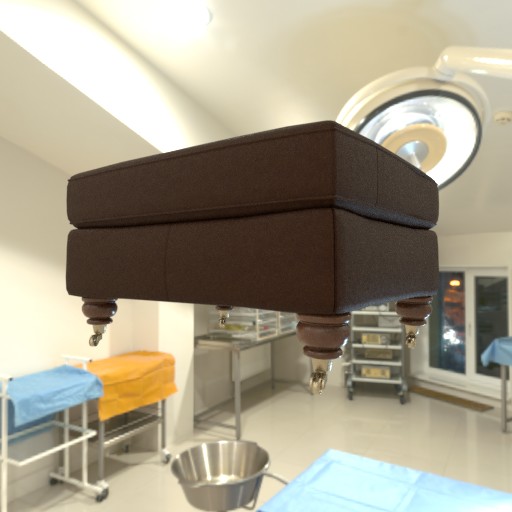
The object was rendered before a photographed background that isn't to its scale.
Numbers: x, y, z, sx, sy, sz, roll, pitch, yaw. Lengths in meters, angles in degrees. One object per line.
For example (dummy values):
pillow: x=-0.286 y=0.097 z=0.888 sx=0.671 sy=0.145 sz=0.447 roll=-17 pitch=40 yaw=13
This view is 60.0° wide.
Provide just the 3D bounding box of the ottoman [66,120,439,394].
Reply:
ottoman: x=0.000 y=0.000 z=1.782 sx=1.187 sy=0.730 sz=0.967 roll=-1 pitch=-1 yaw=36
